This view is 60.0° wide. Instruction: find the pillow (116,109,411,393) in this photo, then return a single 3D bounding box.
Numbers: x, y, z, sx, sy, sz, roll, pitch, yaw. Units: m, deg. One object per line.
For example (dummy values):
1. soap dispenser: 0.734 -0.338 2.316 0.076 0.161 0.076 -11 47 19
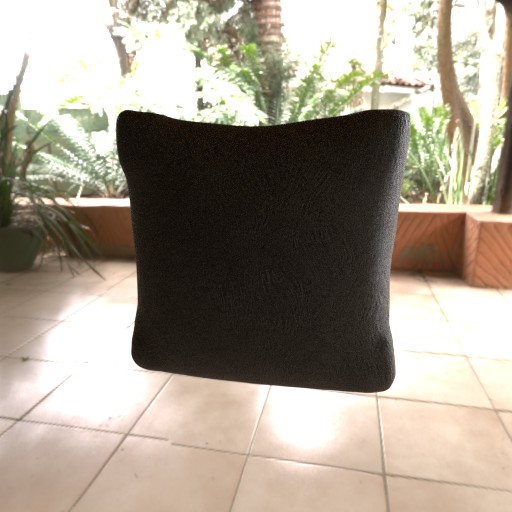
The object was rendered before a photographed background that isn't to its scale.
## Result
1. pillow: 0.000 0.000 0.823 0.533 0.523 0.210 3 15 10
